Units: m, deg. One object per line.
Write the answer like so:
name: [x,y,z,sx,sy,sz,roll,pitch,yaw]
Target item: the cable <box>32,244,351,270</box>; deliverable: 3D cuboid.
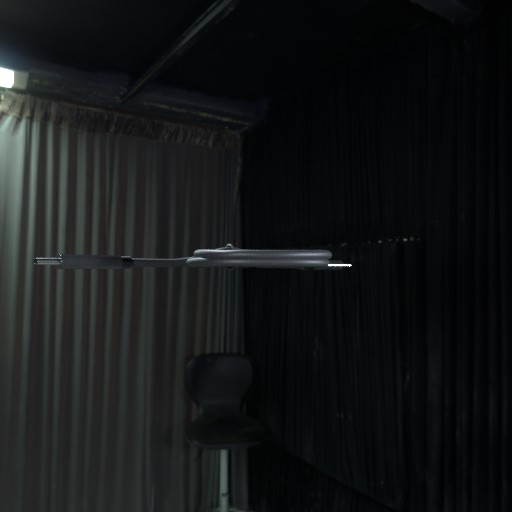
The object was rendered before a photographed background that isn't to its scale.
cable: [0.000,0.000,0.216,0.186,0.014,0.070,2,-3,-37]
